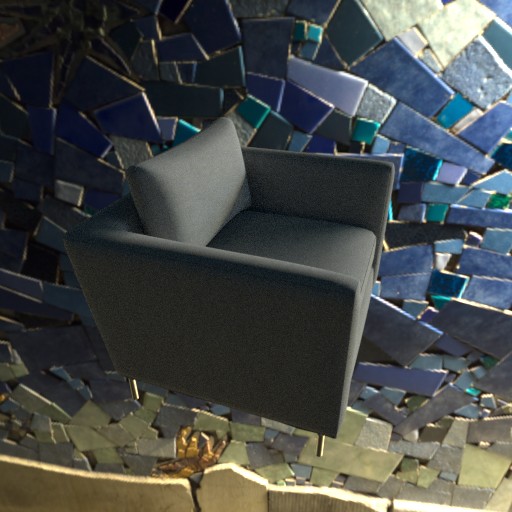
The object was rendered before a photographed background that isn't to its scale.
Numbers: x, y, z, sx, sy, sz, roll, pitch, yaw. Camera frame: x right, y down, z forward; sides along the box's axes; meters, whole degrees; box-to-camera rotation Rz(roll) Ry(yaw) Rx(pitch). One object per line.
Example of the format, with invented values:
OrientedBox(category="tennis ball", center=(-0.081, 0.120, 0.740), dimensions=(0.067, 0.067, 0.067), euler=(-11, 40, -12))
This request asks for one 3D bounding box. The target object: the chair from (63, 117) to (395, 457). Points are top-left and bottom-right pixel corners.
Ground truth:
OrientedBox(category="chair", center=(0.000, 0.000, 1.708), dimensions=(0.889, 0.864, 1.041), euler=(10, 32, 17))
